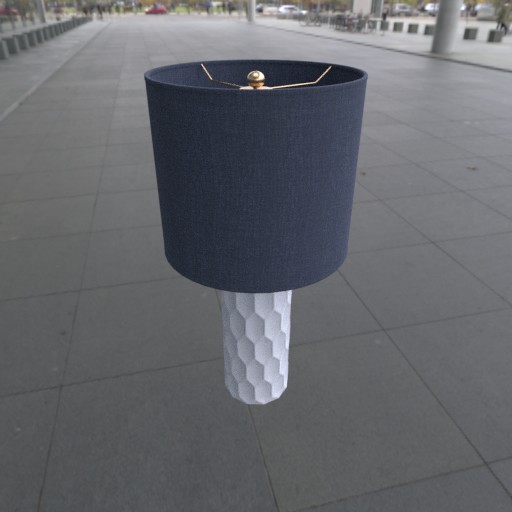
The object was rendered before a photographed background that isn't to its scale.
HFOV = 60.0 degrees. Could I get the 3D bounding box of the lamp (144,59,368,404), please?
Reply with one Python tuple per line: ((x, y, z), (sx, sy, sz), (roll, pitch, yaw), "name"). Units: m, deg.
((0.000, 0.000, 0.692), (0.277, 0.537, 0.277), (1, 30, 1), "lamp")
